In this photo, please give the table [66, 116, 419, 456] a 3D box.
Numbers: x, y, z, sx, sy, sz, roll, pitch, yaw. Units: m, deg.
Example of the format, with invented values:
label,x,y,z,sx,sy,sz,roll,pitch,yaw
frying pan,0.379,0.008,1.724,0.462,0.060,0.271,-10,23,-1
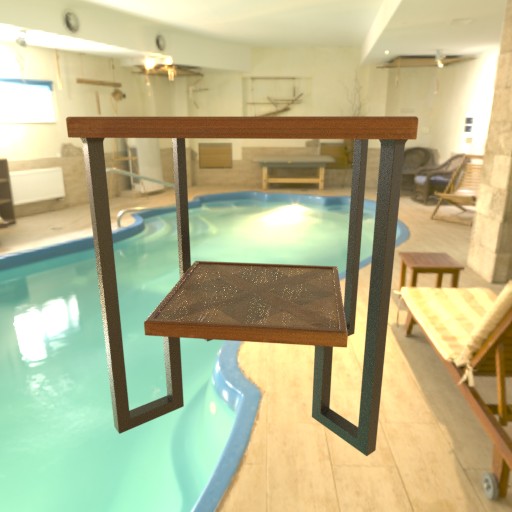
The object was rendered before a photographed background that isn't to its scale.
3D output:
label,x,y,z,sx,sy,sz,roll,pitch,yaw
table,0.000,0.000,0.943,0.503,0.563,0.503,2,17,7
